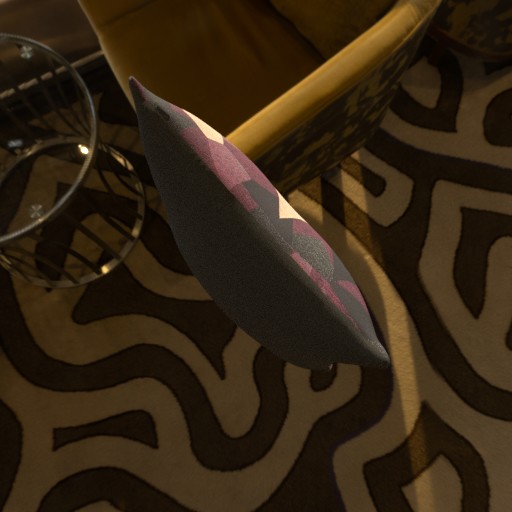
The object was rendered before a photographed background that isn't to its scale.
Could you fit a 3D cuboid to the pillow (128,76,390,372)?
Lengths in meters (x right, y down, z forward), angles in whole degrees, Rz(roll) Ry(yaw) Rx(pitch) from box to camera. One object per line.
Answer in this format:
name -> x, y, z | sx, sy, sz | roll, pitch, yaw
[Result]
pillow -> 0.000, 0.000, 0.772 | 0.208, 0.496, 0.503 | -39, 79, -9
